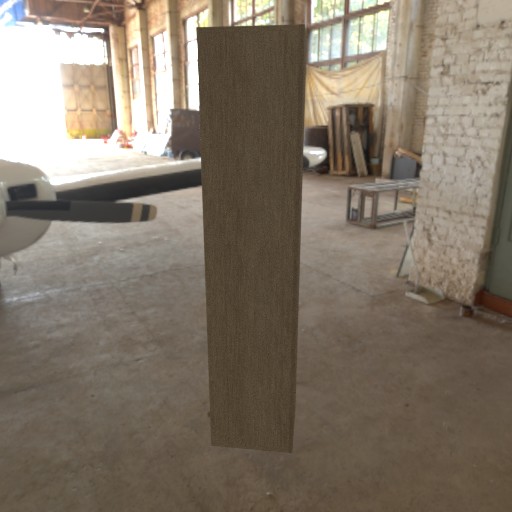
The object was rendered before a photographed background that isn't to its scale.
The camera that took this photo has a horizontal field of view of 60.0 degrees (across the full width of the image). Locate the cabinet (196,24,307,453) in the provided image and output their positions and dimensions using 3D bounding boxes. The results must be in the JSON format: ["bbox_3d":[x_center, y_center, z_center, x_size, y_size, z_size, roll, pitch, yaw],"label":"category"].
[{"bbox_3d":[0.000,0.000,1.545,0.300,1.400,0.270,2,17,7],"label":"cabinet"}]
